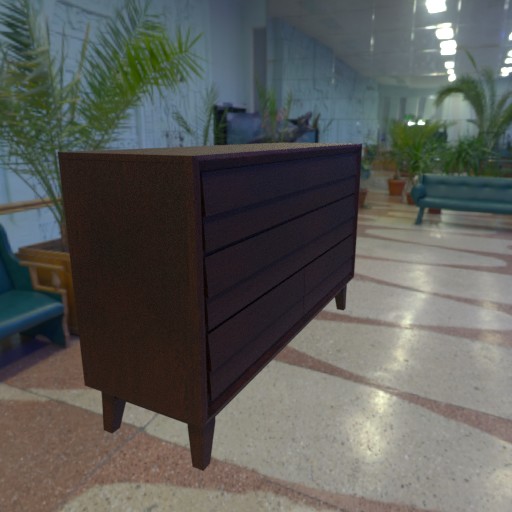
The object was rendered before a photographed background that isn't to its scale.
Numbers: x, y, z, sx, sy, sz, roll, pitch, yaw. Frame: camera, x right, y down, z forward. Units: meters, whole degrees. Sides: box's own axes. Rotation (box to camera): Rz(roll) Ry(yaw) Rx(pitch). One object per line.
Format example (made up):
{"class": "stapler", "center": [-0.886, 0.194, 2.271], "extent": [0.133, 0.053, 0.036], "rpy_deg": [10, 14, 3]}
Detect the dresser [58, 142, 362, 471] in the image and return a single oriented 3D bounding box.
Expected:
{"class": "dresser", "center": [0.000, 0.000, 2.023], "extent": [0.499, 0.971, 1.609], "rpy_deg": [8, 17, 27]}
